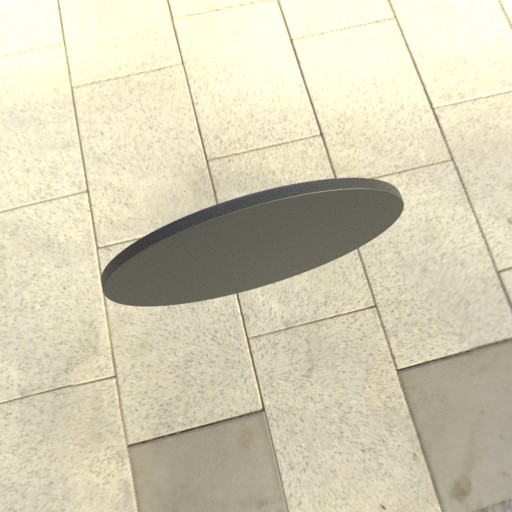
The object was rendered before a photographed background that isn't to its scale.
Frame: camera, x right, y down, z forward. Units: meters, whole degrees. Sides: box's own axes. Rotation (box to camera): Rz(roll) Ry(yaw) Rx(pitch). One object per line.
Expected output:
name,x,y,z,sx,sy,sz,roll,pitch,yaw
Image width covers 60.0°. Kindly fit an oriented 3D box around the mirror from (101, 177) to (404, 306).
mirror,0.000,0.000,1.612,1.077,1.077,0.036,-16,76,-4
